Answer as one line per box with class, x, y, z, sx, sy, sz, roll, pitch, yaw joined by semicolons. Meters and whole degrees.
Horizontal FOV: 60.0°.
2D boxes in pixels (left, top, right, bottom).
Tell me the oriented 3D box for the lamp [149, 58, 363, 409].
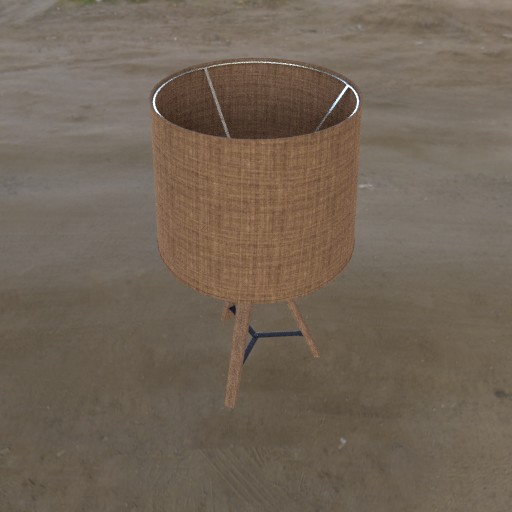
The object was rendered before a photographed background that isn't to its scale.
lamp;0.000;0.000;0.692;0.290;0.514;0.290;0;41;0
